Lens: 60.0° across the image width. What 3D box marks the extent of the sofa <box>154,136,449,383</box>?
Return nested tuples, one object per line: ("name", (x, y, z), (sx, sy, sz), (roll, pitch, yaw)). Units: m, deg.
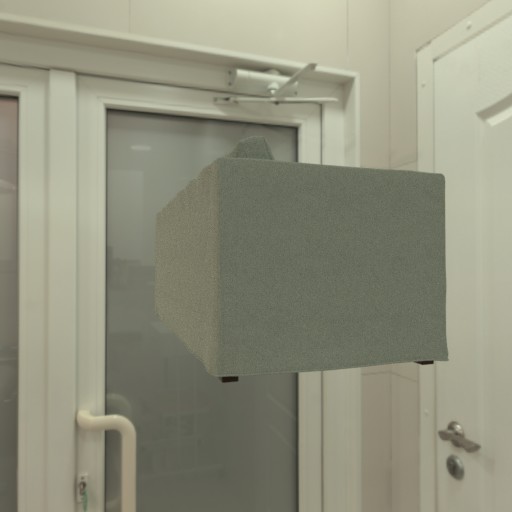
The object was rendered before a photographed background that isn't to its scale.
("sofa", (0.000, 0.000, 2.492), (0.940, 0.870, 1.987), (0, -1, -19))
